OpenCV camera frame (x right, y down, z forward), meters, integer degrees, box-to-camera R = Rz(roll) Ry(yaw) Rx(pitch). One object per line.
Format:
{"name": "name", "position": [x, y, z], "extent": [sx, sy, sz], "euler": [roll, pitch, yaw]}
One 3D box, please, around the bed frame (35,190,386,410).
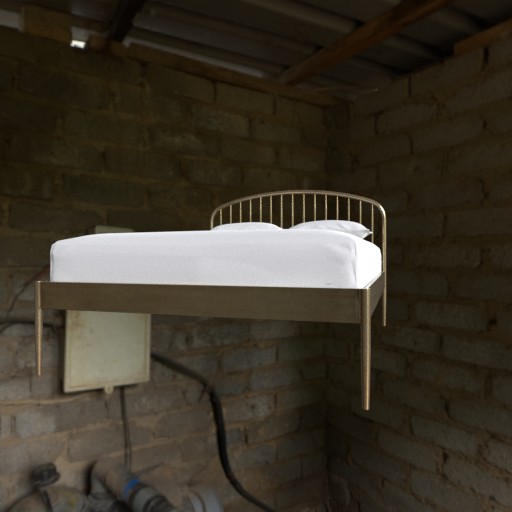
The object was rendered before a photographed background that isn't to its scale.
{"name": "bed frame", "position": [0.000, 0.000, 2.959], "extent": [1.612, 1.175, 2.152], "euler": [0, 0, 18]}
